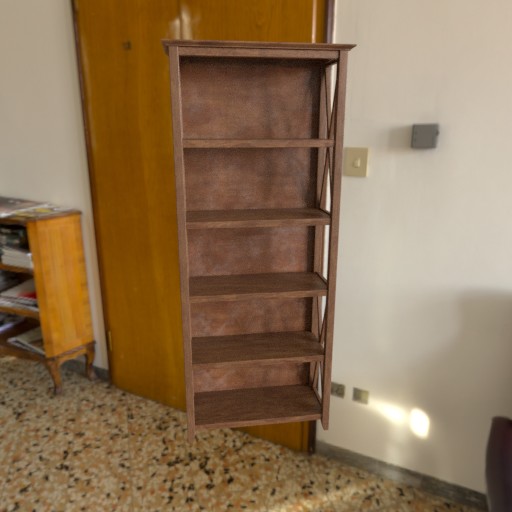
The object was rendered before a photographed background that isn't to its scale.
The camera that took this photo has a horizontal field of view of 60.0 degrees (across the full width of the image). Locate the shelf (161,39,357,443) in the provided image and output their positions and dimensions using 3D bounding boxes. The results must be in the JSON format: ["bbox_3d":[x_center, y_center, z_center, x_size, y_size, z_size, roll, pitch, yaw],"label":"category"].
[{"bbox_3d":[0.000,0.000,2.220,0.805,1.905,0.335,-2,16,-8],"label":"shelf"}]
